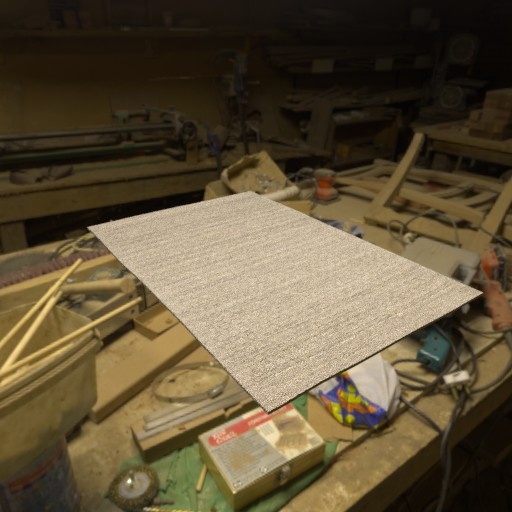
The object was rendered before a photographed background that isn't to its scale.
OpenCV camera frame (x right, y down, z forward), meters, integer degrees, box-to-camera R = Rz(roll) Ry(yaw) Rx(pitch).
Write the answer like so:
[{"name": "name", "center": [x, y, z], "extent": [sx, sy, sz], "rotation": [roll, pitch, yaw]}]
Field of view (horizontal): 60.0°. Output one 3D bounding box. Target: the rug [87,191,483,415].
[{"name": "rug", "center": [0.000, 0.000, 2.944], "extent": [1.532, 0.018, 2.297], "rotation": [-18, 31, -32]}]
